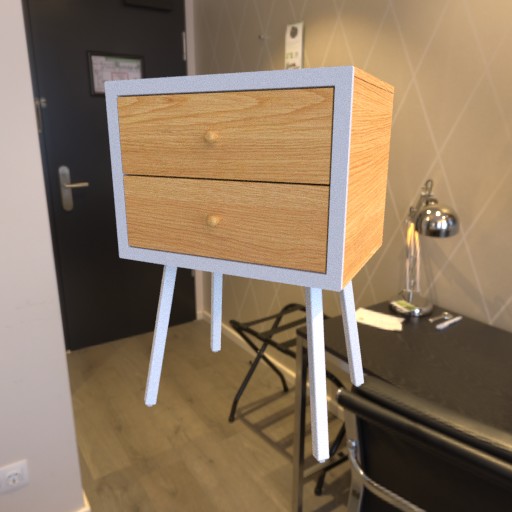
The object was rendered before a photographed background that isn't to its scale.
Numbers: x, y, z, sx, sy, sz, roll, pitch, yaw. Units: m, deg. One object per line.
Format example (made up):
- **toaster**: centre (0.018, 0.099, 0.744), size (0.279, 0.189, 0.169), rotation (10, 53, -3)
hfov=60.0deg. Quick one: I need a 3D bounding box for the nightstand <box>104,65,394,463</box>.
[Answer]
- **nightstand**: centre (0.000, 0.000, 0.826), size (0.400, 0.601, 0.316), rotation (7, 17, 25)
